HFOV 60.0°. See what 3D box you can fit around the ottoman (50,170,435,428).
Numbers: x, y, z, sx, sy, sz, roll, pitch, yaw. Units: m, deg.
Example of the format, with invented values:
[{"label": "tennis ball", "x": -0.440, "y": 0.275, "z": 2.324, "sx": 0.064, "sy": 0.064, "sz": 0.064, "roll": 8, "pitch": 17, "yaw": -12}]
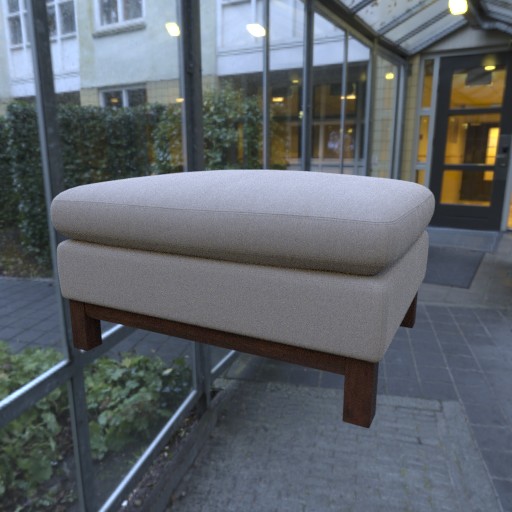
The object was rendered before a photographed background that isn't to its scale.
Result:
[{"label": "ottoman", "x": 0.000, "y": 0.000, "z": 1.104, "sx": 0.771, "sy": 0.420, "sz": 0.606, "roll": 7, "pitch": 15, "yaw": 26}]
